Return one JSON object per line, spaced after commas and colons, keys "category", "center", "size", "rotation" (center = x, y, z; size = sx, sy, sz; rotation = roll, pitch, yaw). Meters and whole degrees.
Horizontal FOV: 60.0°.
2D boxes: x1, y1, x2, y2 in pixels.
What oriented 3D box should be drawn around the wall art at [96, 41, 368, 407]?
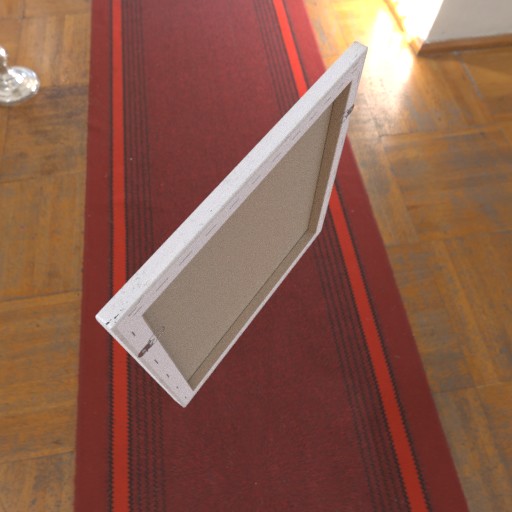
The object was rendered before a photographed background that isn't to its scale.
{"category": "wall art", "center": [0.000, 0.000, 1.129], "size": [0.038, 0.762, 0.762], "rotation": [33, 68, 16]}
